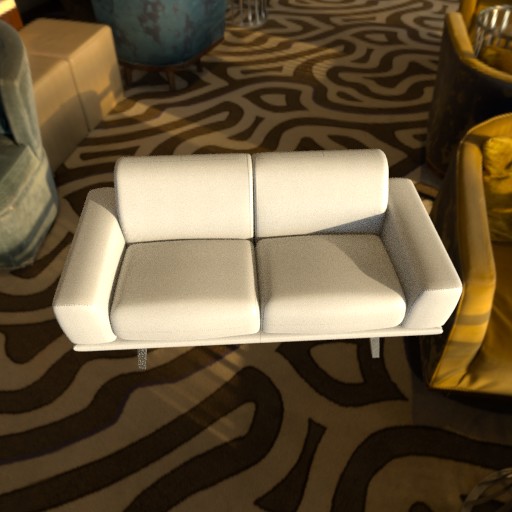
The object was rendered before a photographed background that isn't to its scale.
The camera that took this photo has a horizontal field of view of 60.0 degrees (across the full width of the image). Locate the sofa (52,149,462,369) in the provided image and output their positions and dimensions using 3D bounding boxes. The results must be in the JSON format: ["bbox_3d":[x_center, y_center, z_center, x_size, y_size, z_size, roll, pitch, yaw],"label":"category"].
[{"bbox_3d":[0.000,0.000,2.409,1.901,0.772,0.900,-2,46,-2],"label":"sofa"}]
